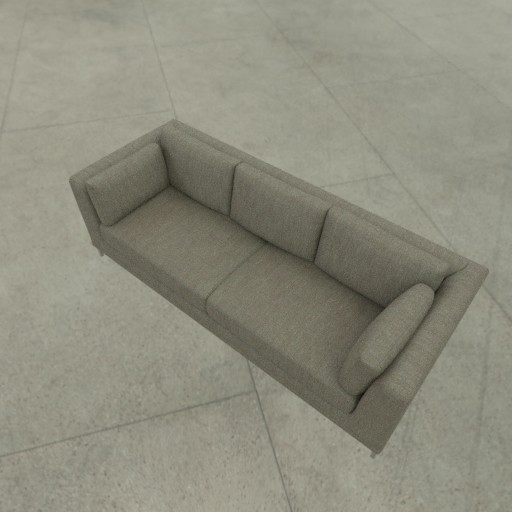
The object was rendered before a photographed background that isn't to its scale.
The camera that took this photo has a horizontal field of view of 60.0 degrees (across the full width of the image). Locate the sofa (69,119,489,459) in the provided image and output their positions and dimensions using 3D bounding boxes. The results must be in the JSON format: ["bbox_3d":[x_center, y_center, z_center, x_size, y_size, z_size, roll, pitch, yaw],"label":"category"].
[{"bbox_3d":[0.000,0.000,2.837,2.415,0.867,0.969,31,54,25],"label":"sofa"}]
